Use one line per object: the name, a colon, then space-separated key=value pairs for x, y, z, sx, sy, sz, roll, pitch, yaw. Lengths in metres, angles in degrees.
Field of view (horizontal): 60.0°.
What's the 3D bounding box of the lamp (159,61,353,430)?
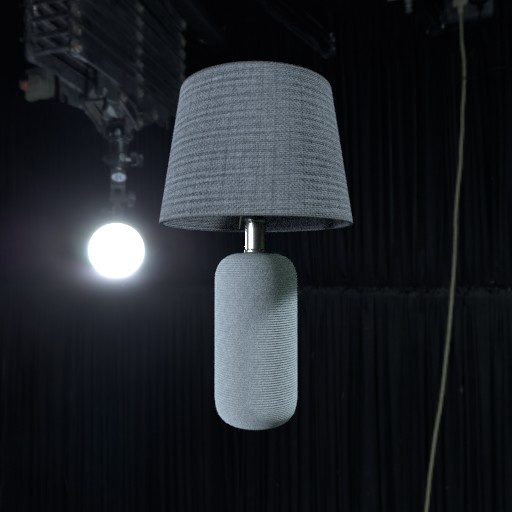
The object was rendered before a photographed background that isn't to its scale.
lamp: x=0.000 y=0.000 z=0.587 sx=0.251 sy=0.429 sz=0.251 roll=0 pitch=-1 yaw=0
